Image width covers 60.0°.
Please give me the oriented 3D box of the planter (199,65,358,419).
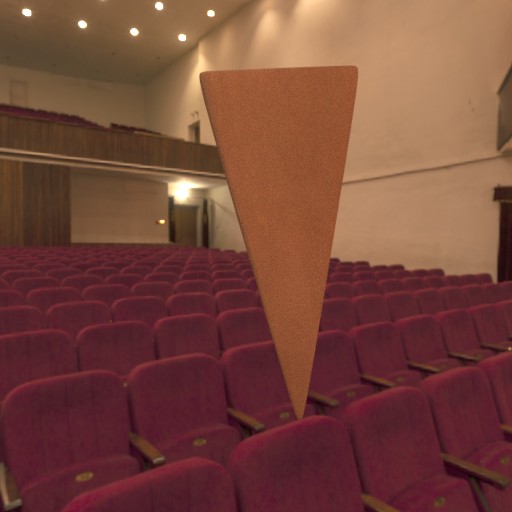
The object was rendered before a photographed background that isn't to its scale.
[{"bbox_3d":[0.000,0.000,0.280,0.081,0.224,0.101,-1,1,-37],"label":"planter"}]
